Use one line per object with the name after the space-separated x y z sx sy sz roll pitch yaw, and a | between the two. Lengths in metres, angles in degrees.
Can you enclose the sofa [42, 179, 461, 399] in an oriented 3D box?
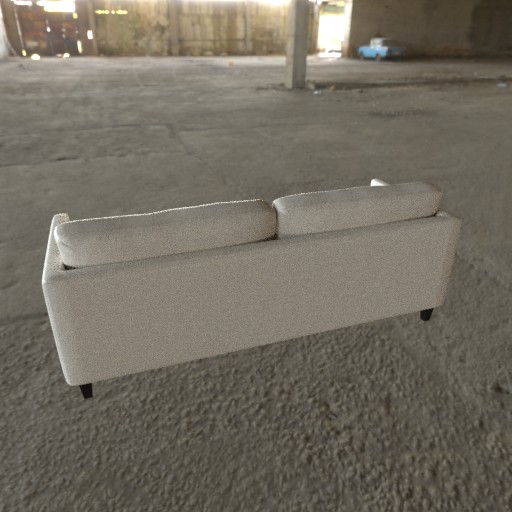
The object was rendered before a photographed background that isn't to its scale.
0.000 0.000 2.902 2.434 0.965 0.948 -9 28 -17 | sofa
